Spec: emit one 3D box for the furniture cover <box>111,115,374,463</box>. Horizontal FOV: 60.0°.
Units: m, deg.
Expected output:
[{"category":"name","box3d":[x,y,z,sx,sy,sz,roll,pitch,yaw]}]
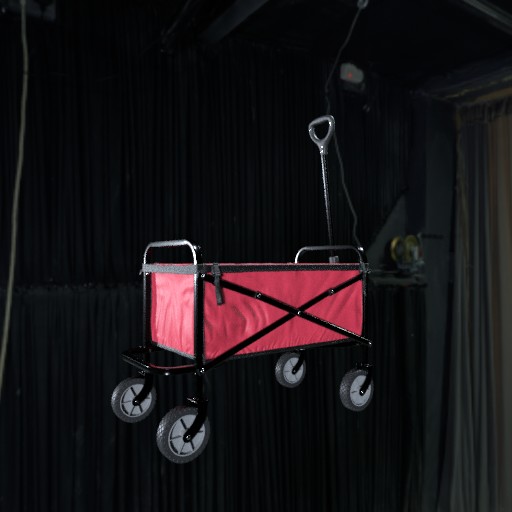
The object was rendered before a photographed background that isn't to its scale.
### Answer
[{"category":"furniture cover","box3d":[0.000,0.000,1.829,1.038,1.295,0.532,1,-1,-36]}]
